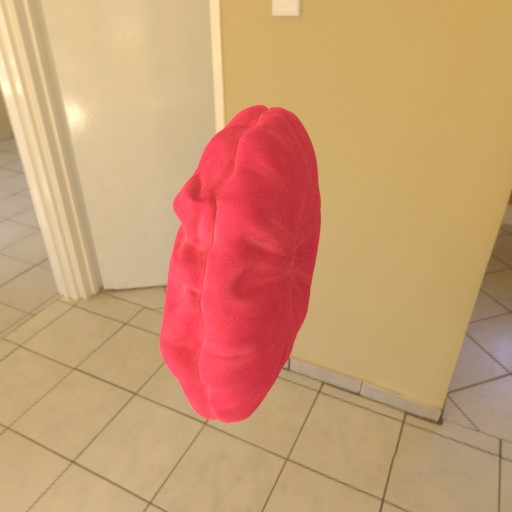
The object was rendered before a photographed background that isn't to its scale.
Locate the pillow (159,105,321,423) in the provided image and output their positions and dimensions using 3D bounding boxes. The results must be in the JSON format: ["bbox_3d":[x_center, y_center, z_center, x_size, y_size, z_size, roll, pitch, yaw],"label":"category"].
[{"bbox_3d":[0.000,0.000,0.634,0.148,0.407,0.428,9,32,14],"label":"pillow"}]
